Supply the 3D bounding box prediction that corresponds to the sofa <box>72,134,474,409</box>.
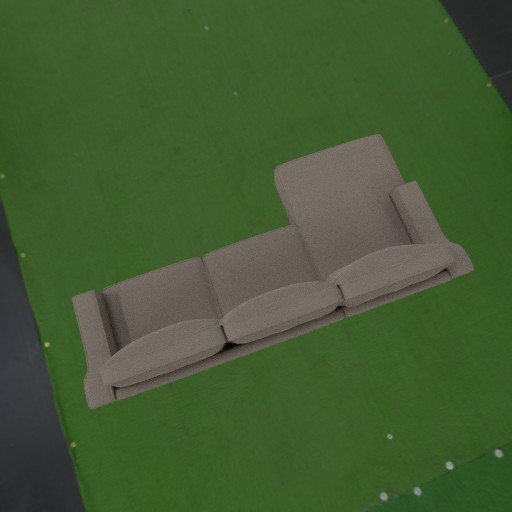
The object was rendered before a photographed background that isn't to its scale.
[{"bbox_3d":[0.000,0.000,3.185,2.561,0.928,1.294,-19,75,-5],"label":"sofa"}]
